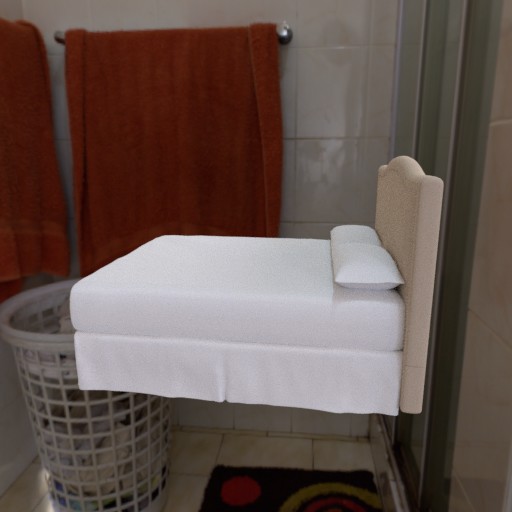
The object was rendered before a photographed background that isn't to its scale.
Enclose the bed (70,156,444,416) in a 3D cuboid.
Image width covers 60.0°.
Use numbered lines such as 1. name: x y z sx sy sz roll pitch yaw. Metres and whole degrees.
1. bed: 0.000 0.000 3.162 2.052 1.398 1.678 2 14 8
